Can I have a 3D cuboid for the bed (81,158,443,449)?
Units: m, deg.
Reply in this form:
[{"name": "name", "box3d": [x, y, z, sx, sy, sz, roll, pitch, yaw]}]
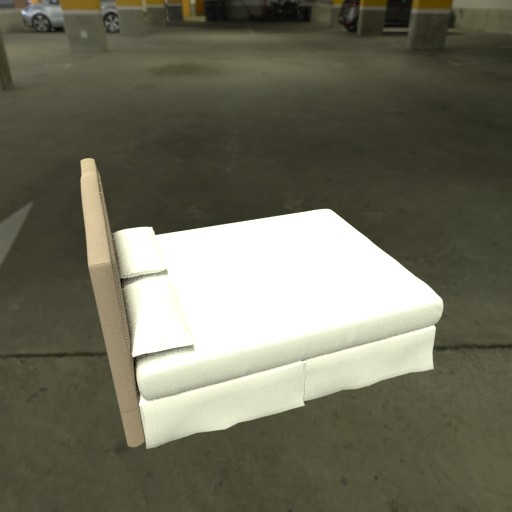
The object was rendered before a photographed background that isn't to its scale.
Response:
[{"name": "bed", "box3d": [0.000, 0.000, 3.401, 2.282, 1.436, 1.821, -10, 32, -17]}]
